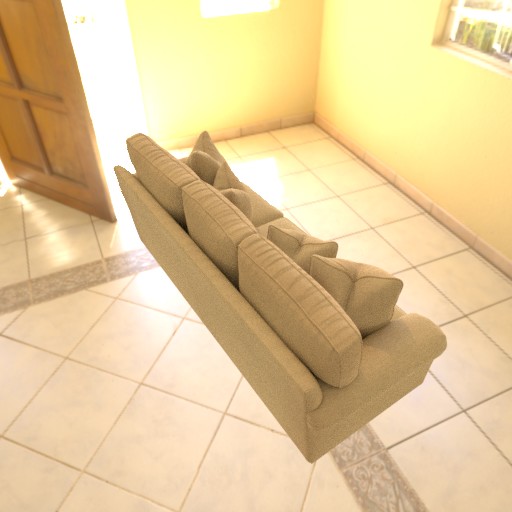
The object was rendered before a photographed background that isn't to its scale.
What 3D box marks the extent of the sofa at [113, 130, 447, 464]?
[{"bbox_3d":[0.000,0.000,2.781,0.965,0.975,2.312,-24,47,-25],"label":"sofa"}]
